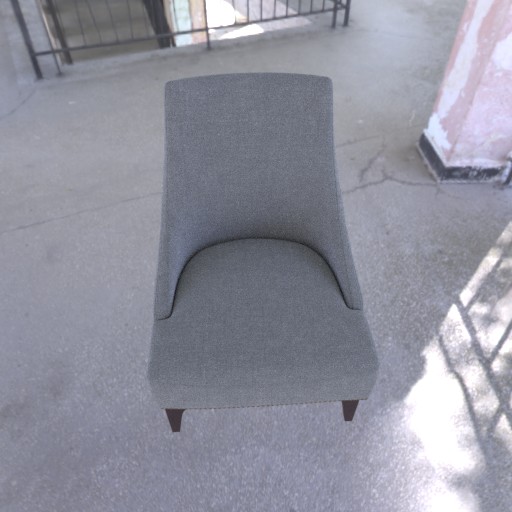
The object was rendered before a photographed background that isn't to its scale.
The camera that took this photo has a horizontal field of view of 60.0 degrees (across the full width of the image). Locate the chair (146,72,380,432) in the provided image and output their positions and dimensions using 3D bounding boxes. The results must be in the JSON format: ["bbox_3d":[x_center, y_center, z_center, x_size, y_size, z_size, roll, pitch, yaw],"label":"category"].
[{"bbox_3d":[0.000,0.000,1.502,0.701,0.909,0.861,-3,46,-3],"label":"chair"}]
